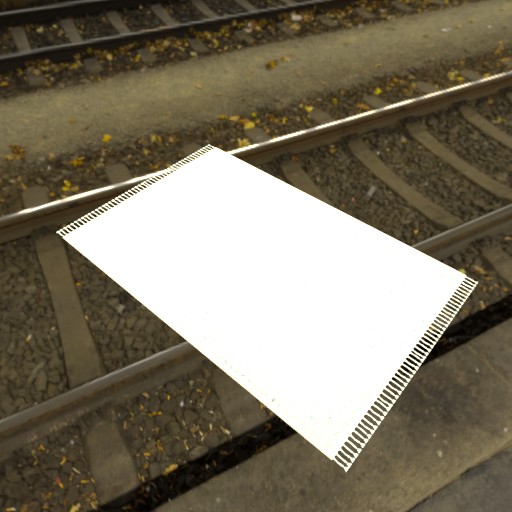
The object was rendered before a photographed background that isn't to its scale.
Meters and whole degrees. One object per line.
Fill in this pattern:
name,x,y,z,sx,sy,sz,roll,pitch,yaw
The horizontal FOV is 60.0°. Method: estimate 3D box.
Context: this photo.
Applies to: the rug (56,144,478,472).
rug,0.000,0.000,2.989,2.438,0.010,1.524,32,54,27
